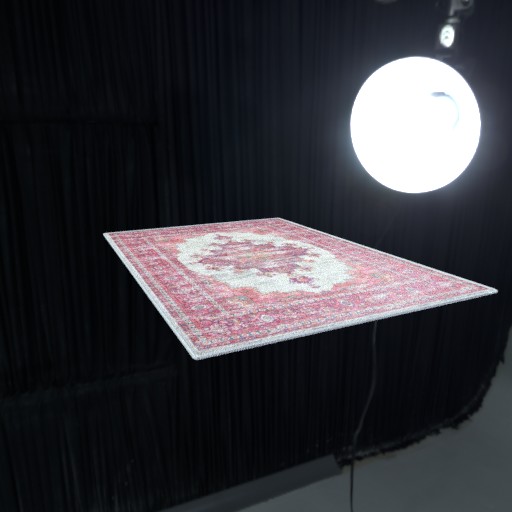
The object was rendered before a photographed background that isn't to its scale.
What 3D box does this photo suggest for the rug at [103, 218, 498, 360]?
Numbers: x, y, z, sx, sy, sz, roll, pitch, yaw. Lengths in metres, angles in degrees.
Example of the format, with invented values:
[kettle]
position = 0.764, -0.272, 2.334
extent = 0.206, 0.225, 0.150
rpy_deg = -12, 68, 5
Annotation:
[rug]
position = 0.000, 0.000, 2.196
extent = 1.217, 0.011, 1.747
rpy_deg = -7, 17, -25
